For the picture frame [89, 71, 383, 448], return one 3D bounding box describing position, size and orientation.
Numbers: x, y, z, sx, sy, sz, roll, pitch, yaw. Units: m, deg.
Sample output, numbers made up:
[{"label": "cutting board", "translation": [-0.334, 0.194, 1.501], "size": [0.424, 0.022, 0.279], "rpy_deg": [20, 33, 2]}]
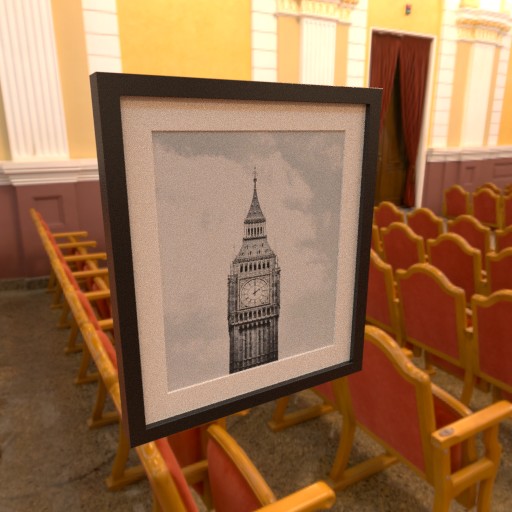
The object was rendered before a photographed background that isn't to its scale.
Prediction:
[{"label": "picture frame", "translation": [0.000, 0.000, 0.517], "size": [0.328, 0.378, 0.034], "rpy_deg": [-9, 18, -28]}]
